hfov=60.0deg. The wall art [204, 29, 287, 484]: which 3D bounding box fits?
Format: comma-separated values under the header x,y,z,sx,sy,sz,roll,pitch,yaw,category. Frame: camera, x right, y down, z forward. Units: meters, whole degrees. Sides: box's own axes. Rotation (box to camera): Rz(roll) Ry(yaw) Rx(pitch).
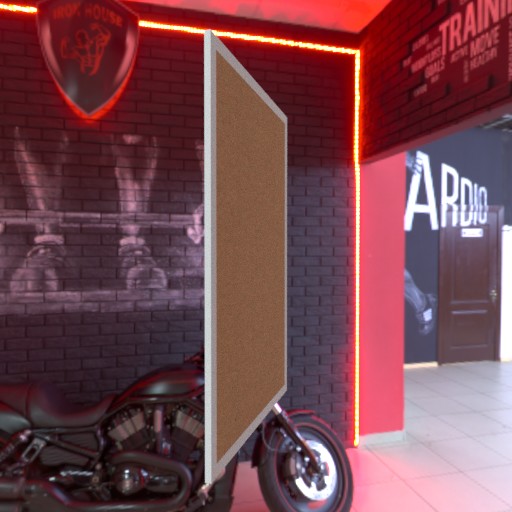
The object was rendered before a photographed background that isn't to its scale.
x,y,z,sx,sy,sz,roll,pitch,yaw,category
0.000,0.000,1.257,0.015,0.965,0.660,0,1,18,wall art
